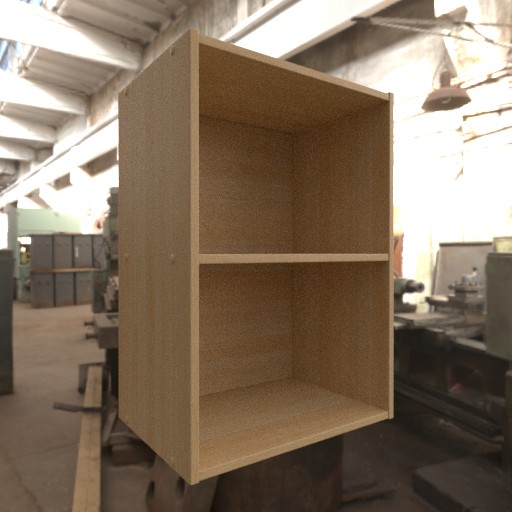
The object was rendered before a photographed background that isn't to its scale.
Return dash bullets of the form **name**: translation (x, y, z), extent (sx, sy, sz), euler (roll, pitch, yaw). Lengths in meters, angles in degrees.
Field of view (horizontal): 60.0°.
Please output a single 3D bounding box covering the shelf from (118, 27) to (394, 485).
- **shelf**: translation (0.000, 0.000, 0.808), extent (0.414, 0.592, 0.290), euler (0, 1, -35)
